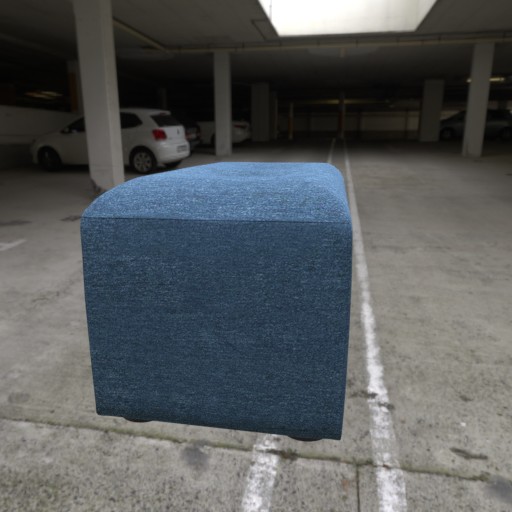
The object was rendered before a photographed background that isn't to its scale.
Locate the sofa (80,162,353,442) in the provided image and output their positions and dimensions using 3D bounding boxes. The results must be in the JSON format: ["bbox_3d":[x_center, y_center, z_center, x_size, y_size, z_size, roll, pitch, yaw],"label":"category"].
[{"bbox_3d":[0.000,0.000,1.194,0.480,0.470,0.930,3,15,10],"label":"sofa"}]
